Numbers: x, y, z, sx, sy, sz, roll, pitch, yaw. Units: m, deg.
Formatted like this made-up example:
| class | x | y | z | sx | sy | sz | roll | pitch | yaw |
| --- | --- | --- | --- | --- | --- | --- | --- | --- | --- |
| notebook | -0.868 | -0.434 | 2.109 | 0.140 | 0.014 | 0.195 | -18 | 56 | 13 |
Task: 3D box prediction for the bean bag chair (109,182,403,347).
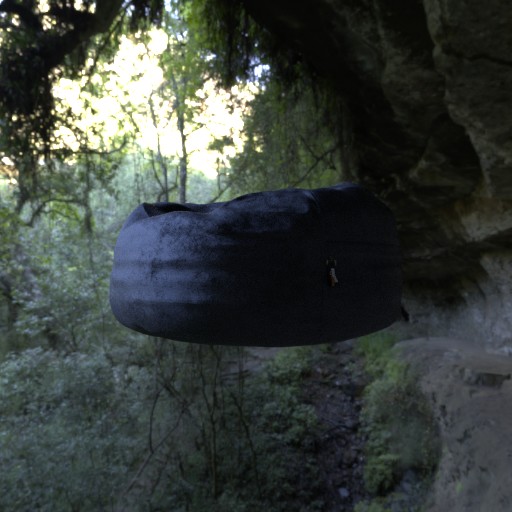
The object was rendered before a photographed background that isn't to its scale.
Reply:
| class | x | y | z | sx | sy | sz | roll | pitch | yaw |
| --- | --- | --- | --- | --- | --- | --- | --- | --- | --- |
| bean bag chair | 0.000 | 0.000 | 2.437 | 1.525 | 0.751 | 1.525 | 0 | 0 | 0 |
